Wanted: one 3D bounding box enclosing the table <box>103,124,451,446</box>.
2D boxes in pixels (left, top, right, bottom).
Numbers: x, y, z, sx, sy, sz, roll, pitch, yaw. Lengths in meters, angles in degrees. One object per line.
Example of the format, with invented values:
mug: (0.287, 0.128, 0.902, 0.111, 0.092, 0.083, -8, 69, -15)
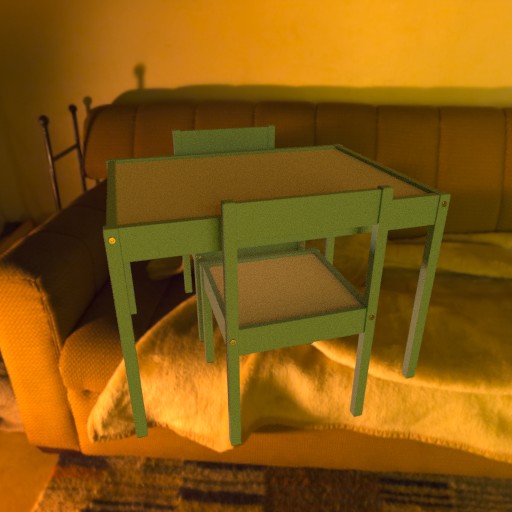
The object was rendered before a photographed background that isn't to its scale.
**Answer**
table: (0.000, 0.000, 1.068, 0.639, 0.503, 0.633, -7, 27, -15)
